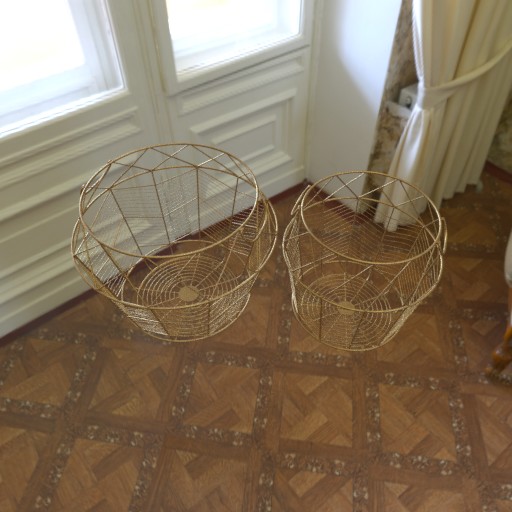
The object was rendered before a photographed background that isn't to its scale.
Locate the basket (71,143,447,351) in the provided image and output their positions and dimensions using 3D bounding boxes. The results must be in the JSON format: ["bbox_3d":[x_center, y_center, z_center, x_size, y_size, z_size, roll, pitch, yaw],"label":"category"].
[{"bbox_3d":[0.000,0.000,1.024,0.805,0.343,0.451,5,48,4],"label":"basket"}]
